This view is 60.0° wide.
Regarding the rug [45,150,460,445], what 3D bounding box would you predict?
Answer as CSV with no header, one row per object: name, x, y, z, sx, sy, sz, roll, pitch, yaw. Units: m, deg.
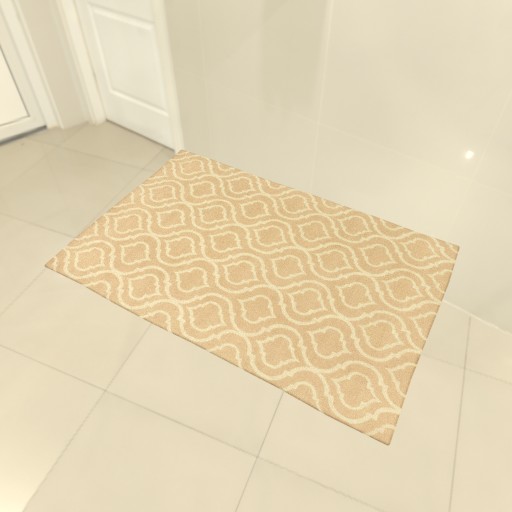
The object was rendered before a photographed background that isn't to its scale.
rug,0.000,0.000,2.217,1.761,0.013,1.152,23,51,20
